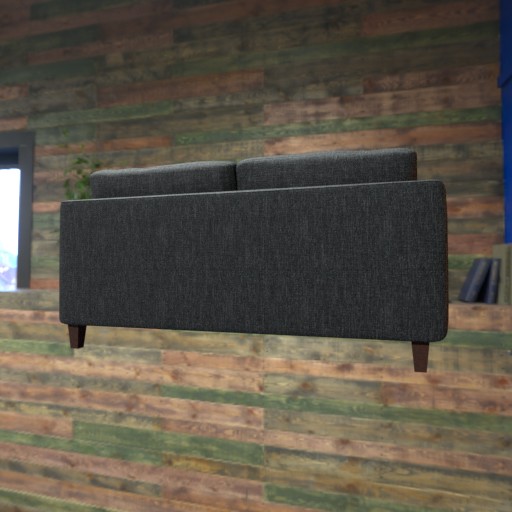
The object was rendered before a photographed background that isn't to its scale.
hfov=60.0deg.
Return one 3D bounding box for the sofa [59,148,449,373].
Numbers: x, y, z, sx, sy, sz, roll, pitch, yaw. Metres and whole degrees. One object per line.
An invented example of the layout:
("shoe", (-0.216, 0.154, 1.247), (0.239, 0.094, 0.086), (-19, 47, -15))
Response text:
("sofa", (0.000, 0.000, 2.448), (1.884, 0.963, 0.950), (0, -2, 18))
